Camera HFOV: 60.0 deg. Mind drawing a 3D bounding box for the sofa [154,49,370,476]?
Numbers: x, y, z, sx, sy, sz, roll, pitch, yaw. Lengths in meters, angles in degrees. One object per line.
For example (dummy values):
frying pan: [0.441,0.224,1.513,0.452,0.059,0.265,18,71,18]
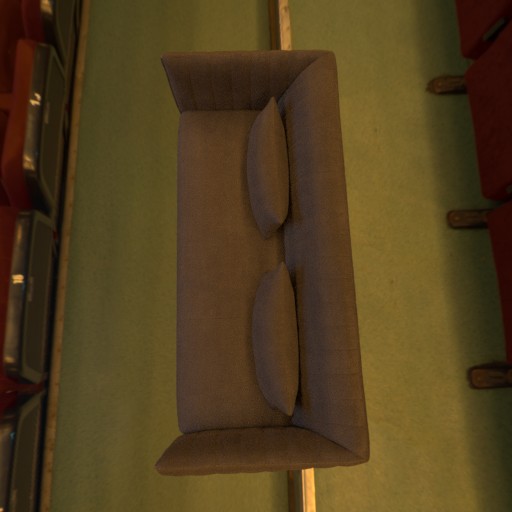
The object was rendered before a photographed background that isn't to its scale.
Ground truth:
sofa: [0.000,0.000,2.326,0.876,0.780,1.980,-2,77,0]
